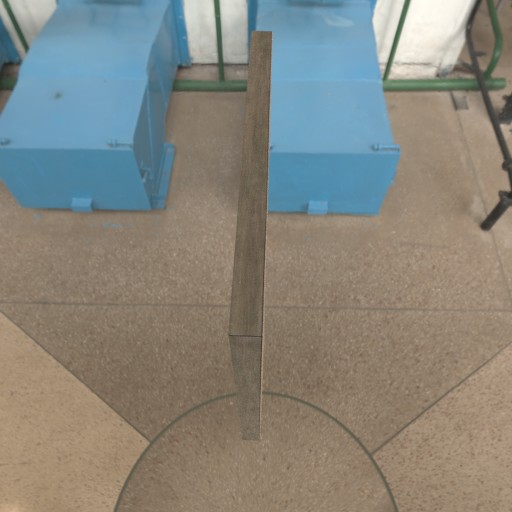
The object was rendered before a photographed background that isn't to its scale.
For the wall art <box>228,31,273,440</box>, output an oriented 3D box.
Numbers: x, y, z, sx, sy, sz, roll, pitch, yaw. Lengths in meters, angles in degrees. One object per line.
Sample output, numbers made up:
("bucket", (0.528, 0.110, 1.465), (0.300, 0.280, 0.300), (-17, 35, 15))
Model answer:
("wall art", (0.000, 0.000, 1.132), (0.050, 0.751, 0.749), (2, 57, 1))
